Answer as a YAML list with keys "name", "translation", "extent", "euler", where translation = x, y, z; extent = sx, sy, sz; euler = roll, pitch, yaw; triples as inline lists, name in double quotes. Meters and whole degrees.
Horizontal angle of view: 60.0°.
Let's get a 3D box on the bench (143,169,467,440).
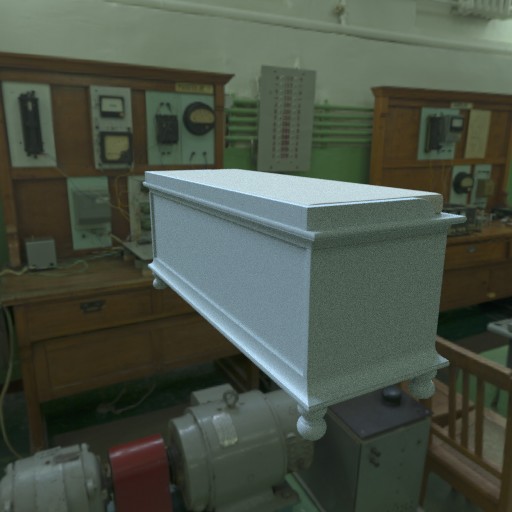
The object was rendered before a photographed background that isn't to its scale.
- name: "bench"
  translation: [0.000, 0.000, 1.421]
  extent: [0.402, 0.486, 1.185]
  euler: [-8, 16, -27]
